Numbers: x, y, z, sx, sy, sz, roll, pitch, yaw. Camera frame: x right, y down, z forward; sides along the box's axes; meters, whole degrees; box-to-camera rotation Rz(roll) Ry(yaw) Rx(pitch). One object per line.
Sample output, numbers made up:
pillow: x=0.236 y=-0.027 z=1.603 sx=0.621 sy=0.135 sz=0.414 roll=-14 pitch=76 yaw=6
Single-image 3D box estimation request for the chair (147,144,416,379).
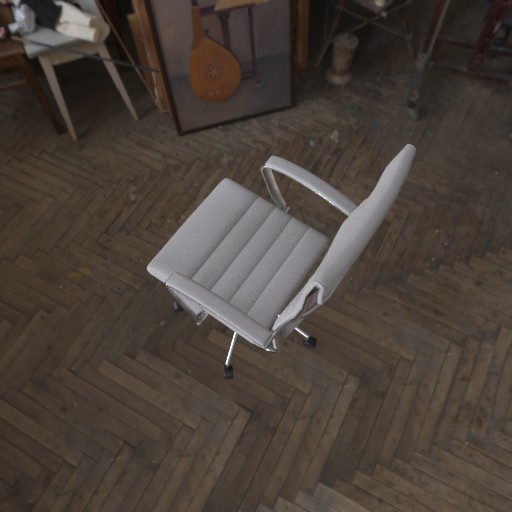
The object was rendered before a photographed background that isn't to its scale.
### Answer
chair: x=0.000 y=0.000 z=1.552 sx=0.667 sy=1.149 sz=0.679 roll=32 pitch=68 yaw=14
